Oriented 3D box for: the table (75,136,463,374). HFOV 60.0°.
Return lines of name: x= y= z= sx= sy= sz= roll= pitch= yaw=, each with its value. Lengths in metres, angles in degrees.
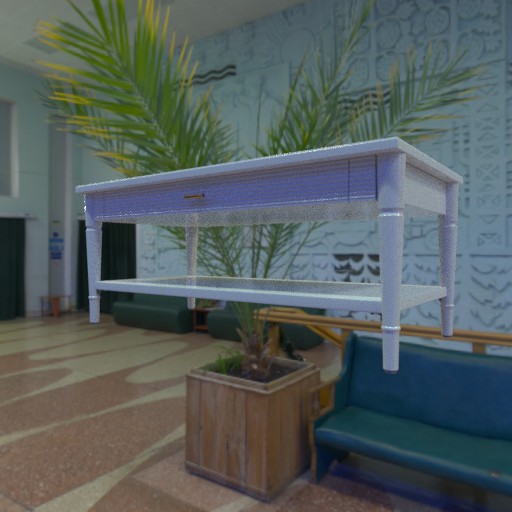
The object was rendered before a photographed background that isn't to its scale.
table: x=0.000 y=0.000 z=1.368 sx=1.067 sy=0.457 sz=0.559 roll=0 pitch=1 yaw=36
